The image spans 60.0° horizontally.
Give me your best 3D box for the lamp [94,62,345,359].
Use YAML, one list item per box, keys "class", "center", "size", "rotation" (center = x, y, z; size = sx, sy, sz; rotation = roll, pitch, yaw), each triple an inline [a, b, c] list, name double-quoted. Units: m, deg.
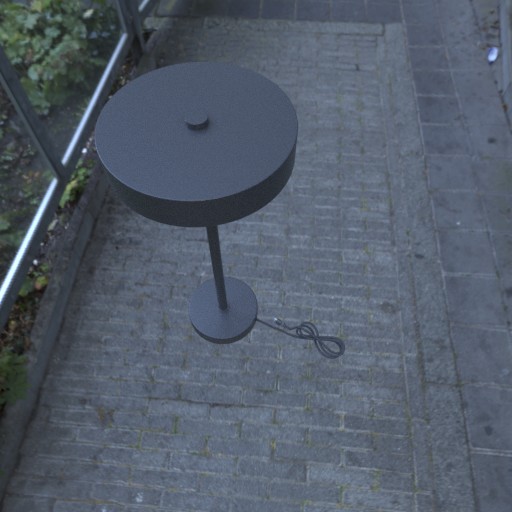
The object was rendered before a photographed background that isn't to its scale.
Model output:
- class: "lamp"
  center: [0.000, 0.000, 0.696]
  size: [0.369, 0.508, 0.229]
  rotation: [16, 59, 10]
